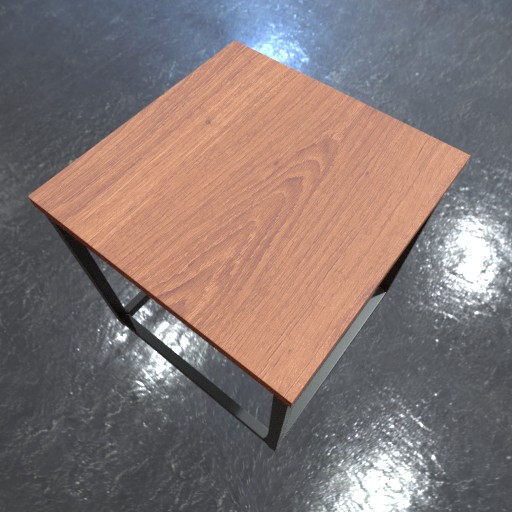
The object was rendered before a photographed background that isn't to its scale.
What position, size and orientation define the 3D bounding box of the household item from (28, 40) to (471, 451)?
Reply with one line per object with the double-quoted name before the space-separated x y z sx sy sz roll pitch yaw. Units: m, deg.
"household item" 0.000 0.000 0.734 0.400 0.400 0.400 34 65 18
